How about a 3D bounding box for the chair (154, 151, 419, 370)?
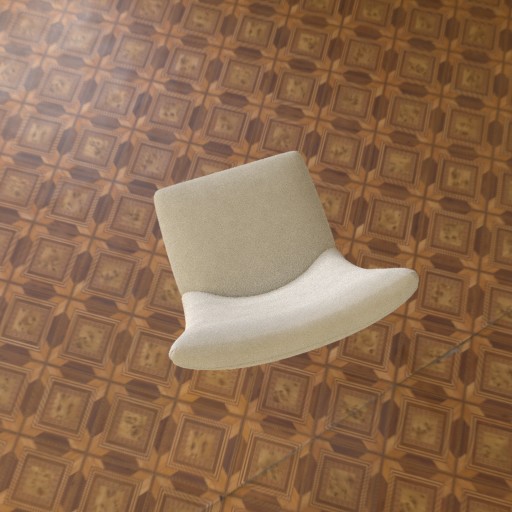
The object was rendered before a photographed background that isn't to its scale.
[{"bbox_3d":[0.000,0.000,1.275,0.495,0.902,0.610,-17,76,-5],"label":"chair"}]
